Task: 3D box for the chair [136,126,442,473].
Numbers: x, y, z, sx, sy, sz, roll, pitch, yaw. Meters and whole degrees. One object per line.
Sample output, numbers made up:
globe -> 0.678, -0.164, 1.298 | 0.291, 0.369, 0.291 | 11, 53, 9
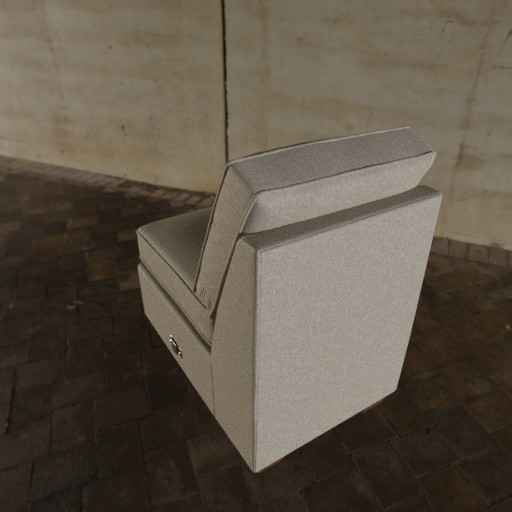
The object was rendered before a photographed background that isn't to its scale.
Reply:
chair -> 0.000, 0.000, 1.690 | 0.674, 1.058, 1.020 | -18, 34, -28
